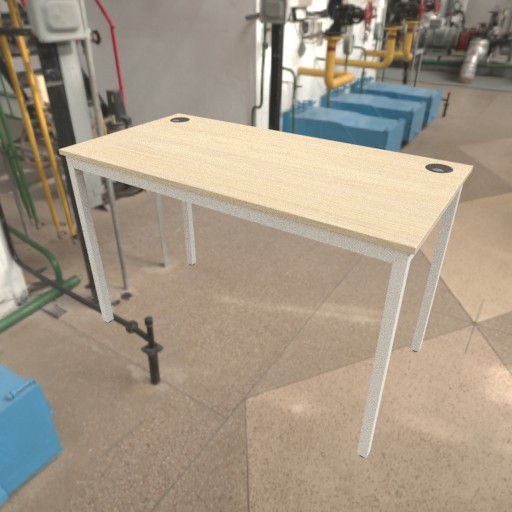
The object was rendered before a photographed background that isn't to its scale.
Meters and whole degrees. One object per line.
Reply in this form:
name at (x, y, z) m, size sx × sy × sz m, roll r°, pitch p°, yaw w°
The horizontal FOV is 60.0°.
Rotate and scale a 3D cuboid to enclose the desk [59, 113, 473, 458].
desk at (0.000, 0.000, 1.620) m, size 1.200 × 0.750 × 0.600 m, roll 19°, pitch 36°, yaw 28°
